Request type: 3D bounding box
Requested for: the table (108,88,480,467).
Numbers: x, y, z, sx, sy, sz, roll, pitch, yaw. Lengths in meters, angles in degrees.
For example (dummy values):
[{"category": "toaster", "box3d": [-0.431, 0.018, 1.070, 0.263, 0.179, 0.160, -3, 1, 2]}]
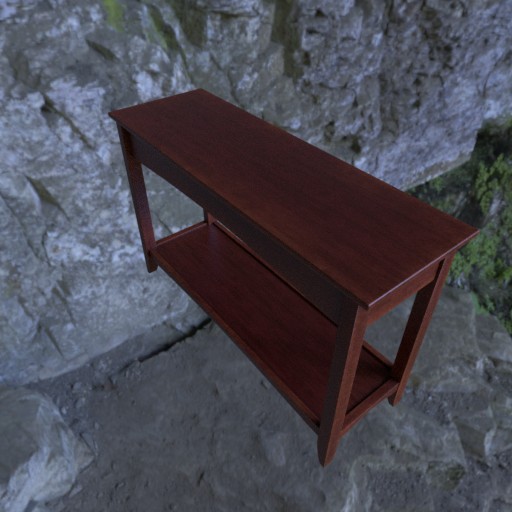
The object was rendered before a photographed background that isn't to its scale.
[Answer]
[{"category": "table", "box3d": [0.000, 0.000, 1.530, 0.392, 0.739, 1.188, -27, 47, -28]}]
